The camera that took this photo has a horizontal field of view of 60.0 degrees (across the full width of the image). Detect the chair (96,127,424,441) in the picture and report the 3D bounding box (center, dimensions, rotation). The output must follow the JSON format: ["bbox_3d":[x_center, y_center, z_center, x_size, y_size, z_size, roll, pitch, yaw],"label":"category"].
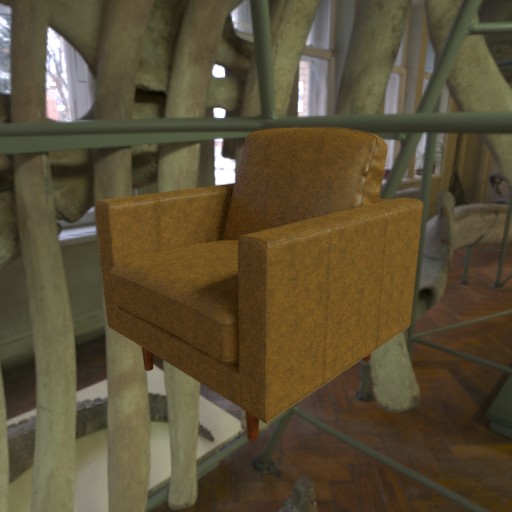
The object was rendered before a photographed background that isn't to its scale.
[{"bbox_3d":[0.000,0.000,1.711,0.890,0.956,0.909,15,22,42],"label":"chair"}]
